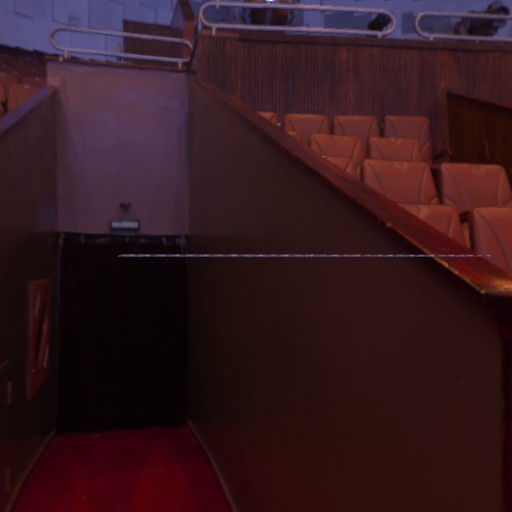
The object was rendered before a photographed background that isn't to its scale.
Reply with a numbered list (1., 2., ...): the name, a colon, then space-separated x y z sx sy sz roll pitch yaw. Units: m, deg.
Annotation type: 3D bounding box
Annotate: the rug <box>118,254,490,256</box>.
1. rug: 0.000 0.000 4.144 2.437 0.010 3.056 0 0 -18
